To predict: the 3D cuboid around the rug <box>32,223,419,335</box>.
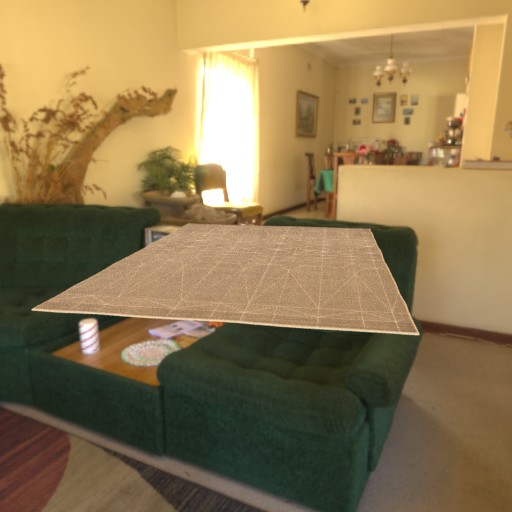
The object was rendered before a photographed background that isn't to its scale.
[{"bbox_3d":[0.000,0.000,4.320,2.449,0.019,3.357,2,14,9],"label":"rug"}]
